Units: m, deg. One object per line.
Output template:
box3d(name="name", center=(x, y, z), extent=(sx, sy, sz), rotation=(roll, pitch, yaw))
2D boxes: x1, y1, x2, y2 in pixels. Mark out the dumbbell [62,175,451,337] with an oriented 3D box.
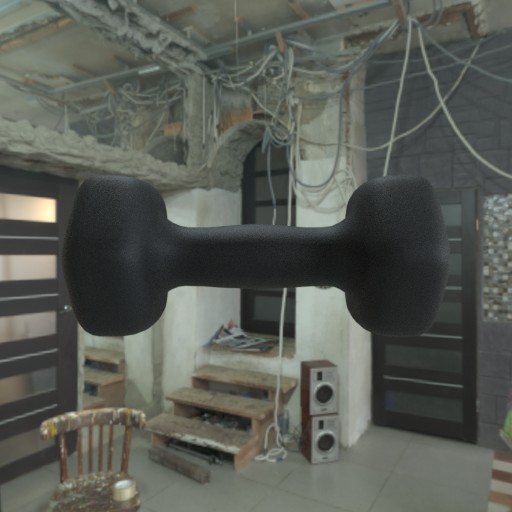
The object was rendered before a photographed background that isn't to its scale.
box3d(name="dumbbell", center=(0.000, 0.000, 0.294), extent=(0.231, 0.101, 0.112), rotation=(0, 0, 1))
